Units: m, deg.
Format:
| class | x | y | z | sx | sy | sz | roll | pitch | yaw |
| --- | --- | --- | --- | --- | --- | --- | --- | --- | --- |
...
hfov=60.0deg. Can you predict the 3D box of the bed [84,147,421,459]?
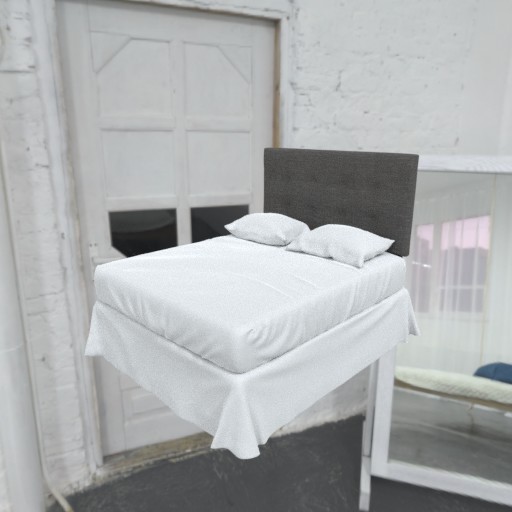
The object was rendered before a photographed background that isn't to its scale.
| class | x | y | z | sx | sy | sz | roll | pitch | yaw |
| --- | --- | --- | --- | --- | --- | --- | --- | --- | --- |
| bed | 0.000 | 0.000 | 3.546 | 1.936 | 1.577 | 2.222 | 15 | 22 | 42 |
